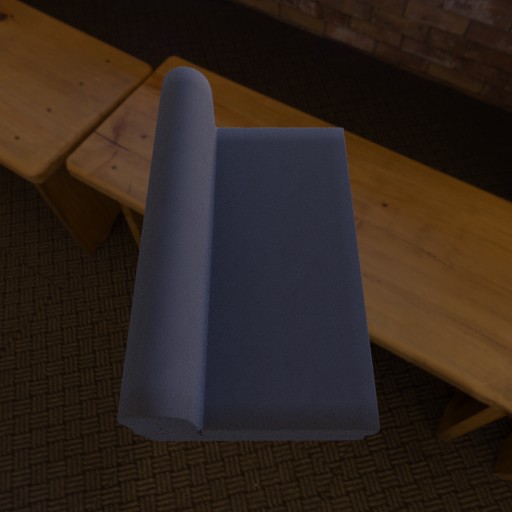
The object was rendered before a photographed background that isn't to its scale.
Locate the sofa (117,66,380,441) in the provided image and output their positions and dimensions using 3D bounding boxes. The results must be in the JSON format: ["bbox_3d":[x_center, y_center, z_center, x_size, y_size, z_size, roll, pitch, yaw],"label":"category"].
[{"bbox_3d":[0.000,0.000,1.618,0.762,0.660,1.219,0,63,0],"label":"sofa"}]
